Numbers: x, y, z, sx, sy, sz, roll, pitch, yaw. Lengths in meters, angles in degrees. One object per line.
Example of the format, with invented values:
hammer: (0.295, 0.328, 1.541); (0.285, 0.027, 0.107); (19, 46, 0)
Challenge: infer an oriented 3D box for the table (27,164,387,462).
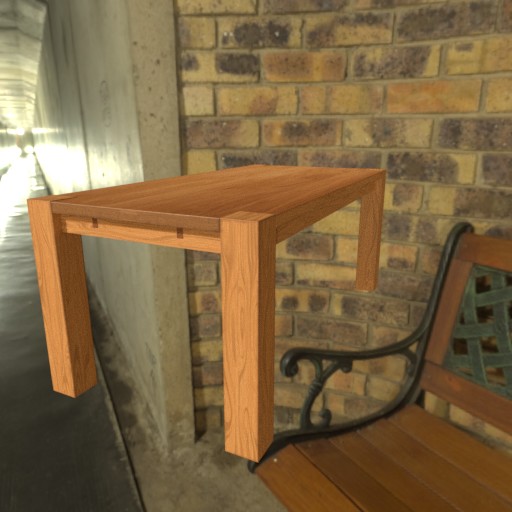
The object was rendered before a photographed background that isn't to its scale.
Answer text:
table: (0.000, 0.000, 2.234); (0.900, 0.760, 1.800); (8, 18, 25)
